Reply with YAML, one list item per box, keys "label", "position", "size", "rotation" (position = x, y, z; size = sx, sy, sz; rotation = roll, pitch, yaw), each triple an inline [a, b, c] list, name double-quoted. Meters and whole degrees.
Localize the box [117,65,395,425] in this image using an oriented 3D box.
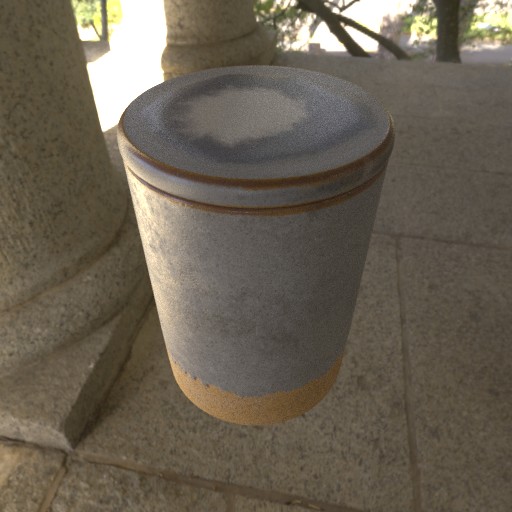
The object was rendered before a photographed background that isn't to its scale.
- label: "box"
  position: [0.000, 0.000, 0.245]
  size: [0.118, 0.168, 0.118]
  rotation: [0, 42, 0]
